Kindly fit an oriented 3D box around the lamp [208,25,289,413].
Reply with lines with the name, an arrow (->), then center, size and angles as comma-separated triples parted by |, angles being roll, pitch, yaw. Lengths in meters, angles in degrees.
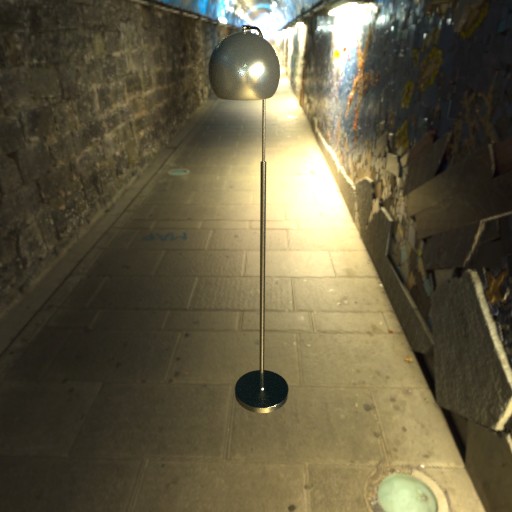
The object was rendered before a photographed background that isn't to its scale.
lamp -> 0.000, 0.000, 1.654 | 0.250, 1.526, 0.431 | 8, 28, 15
